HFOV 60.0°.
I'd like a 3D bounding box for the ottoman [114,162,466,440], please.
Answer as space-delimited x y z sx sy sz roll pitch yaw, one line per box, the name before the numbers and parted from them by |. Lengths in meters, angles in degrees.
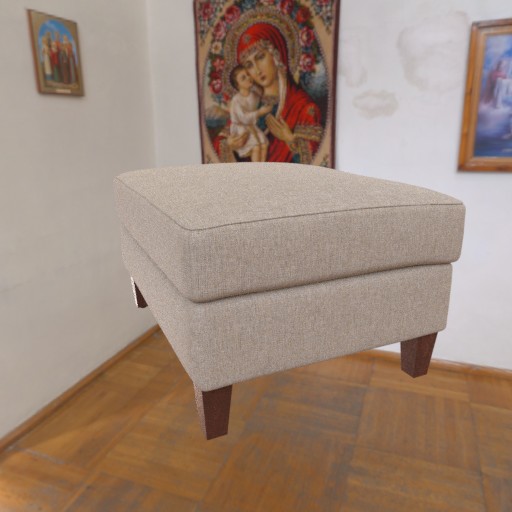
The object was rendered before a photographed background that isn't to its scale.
ottoman | 0.000 0.000 1.301 0.677 0.519 0.898 -8 18 -24
